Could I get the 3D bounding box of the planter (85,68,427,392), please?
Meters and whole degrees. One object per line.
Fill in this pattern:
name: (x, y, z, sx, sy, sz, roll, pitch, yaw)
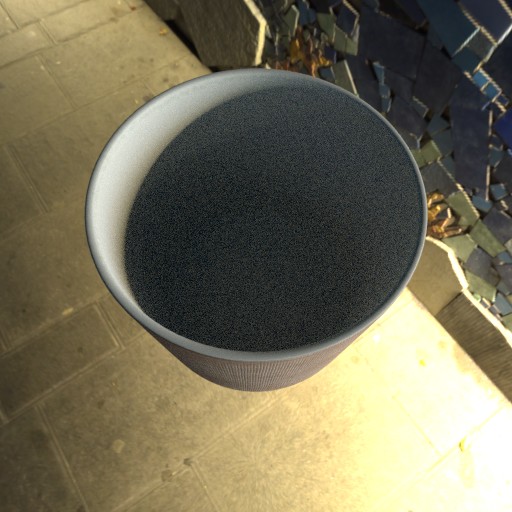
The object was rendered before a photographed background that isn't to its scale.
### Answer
planter: (0.000, 0.000, 0.754, 0.440, 0.398, 0.440, 0, 65, 0)
